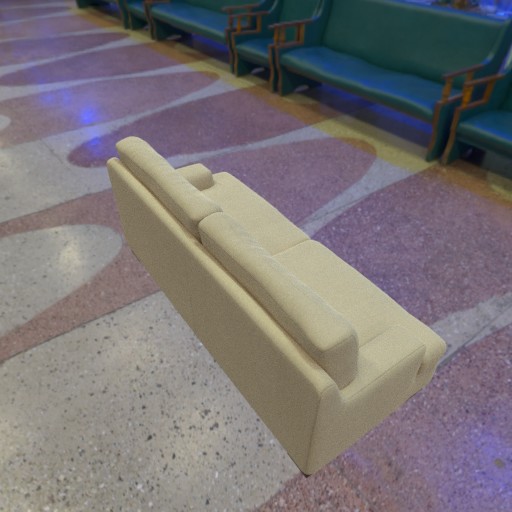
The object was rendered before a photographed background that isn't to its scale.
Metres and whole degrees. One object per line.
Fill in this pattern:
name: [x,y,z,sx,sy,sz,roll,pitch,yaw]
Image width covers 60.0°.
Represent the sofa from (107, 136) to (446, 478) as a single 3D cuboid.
sofa: [0.000,0.000,2.650,0.929,0.925,2.147,-25,46,-26]
